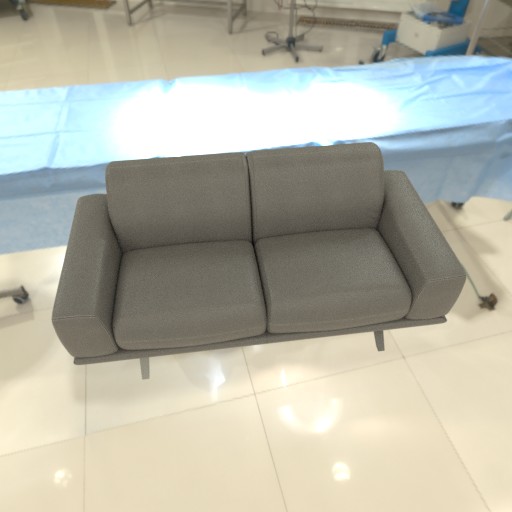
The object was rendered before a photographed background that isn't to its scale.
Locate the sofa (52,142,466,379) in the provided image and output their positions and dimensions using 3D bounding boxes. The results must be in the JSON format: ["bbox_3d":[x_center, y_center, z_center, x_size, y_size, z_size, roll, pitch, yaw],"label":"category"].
[{"bbox_3d":[0.000,0.000,2.368,1.901,0.772,0.900,-6,46,-5],"label":"sofa"}]
